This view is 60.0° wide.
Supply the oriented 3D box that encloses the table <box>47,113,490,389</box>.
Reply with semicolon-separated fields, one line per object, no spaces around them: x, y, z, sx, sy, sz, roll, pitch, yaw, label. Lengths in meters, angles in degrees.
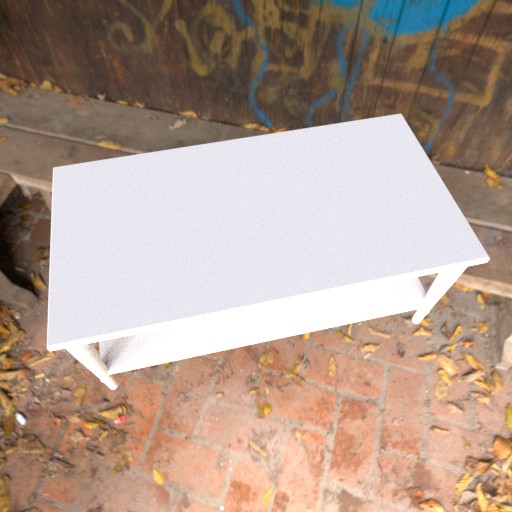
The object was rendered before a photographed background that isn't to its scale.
0.000;0.000;1.373;1.067;0.457;0.559;-11;57;-7;table
